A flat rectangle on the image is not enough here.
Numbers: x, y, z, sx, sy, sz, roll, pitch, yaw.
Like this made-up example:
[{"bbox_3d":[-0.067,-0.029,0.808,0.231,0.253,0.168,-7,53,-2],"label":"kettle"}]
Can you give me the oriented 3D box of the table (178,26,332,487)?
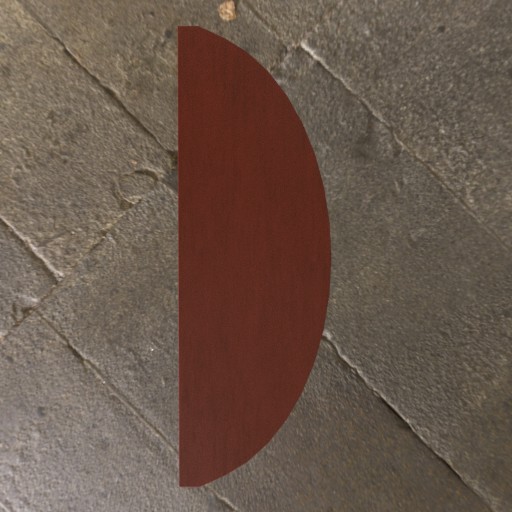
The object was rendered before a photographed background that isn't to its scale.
[{"bbox_3d":[0.000,0.000,1.557,0.405,0.779,1.219,0,91,0],"label":"table"}]
